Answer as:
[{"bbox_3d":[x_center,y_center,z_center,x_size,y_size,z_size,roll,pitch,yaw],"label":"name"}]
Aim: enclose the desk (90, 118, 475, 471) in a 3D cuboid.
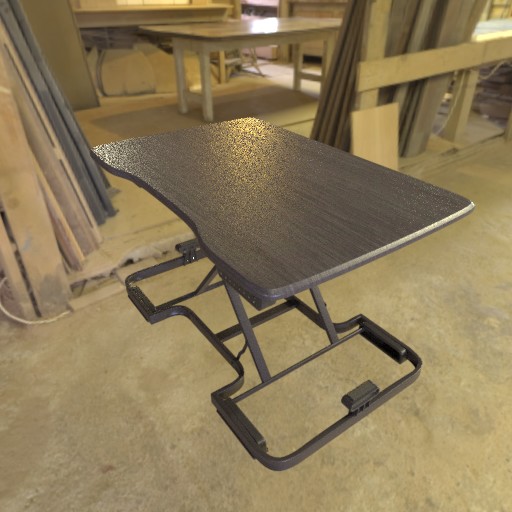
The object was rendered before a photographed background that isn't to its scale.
[{"bbox_3d":[0.000,0.000,1.158,0.546,0.470,0.820,-21,38,-30],"label":"desk"}]
